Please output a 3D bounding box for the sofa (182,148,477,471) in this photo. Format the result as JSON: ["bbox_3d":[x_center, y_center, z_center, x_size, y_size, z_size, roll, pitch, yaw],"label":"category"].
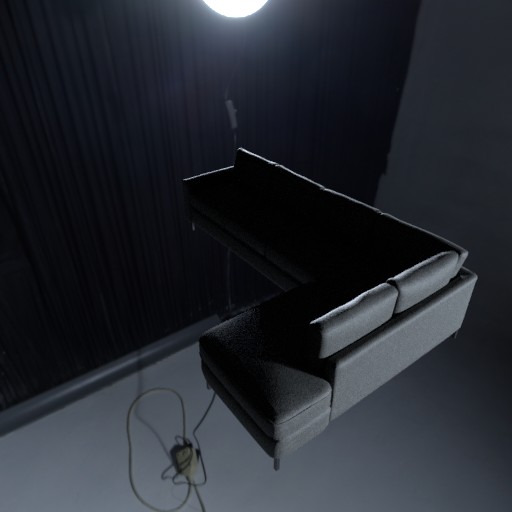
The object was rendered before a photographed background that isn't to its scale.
[{"bbox_3d":[0.000,0.000,3.849,1.984,0.858,2.972,-22,39,-30],"label":"sofa"}]
